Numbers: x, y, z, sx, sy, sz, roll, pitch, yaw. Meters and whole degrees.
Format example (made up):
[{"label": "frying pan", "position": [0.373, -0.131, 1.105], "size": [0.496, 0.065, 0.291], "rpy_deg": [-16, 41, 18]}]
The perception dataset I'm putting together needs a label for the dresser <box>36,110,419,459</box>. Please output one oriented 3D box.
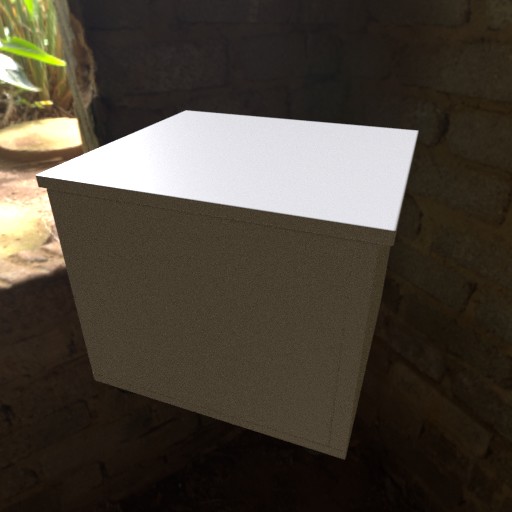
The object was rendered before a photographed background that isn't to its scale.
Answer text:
[{"label": "dresser", "position": [0.000, 0.000, 0.731], "size": [0.430, 0.360, 0.400], "rpy_deg": [11, 32, 18]}]
